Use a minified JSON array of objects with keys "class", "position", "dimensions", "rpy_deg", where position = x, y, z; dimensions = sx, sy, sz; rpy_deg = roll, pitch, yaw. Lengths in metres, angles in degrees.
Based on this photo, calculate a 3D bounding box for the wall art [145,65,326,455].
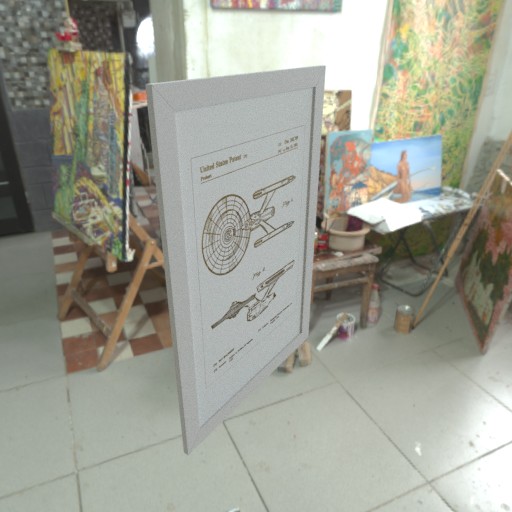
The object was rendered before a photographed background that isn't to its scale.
[{"class":"wall art","position":[0.000,0.000,0.859],"dimensions":[0.011,0.659,0.454],"rpy_deg":[18,32,32]}]
